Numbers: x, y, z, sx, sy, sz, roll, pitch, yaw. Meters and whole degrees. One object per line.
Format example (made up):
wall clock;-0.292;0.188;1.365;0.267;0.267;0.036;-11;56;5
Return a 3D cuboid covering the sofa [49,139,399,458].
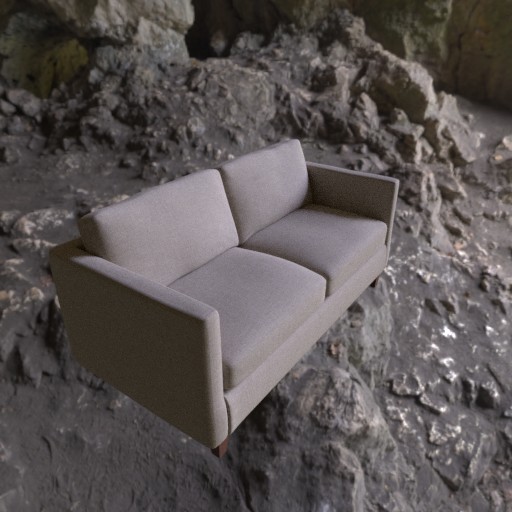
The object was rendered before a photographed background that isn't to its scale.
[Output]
sofa;0.000;0.000;2.488;0.951;0.947;1.884;19;33;31
